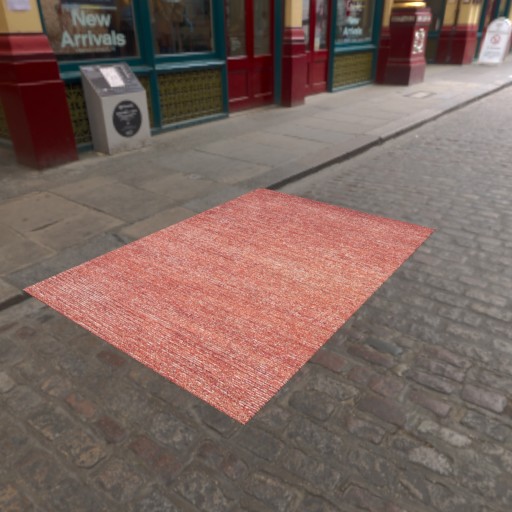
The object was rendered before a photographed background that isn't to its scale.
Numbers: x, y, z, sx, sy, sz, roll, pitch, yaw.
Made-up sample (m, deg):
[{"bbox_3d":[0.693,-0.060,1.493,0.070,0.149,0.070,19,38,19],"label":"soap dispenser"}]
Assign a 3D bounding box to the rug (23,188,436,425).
[{"bbox_3d":[0.000,0.000,5.042,2.803,0.025,3.965,19,33,32],"label":"rug"}]
